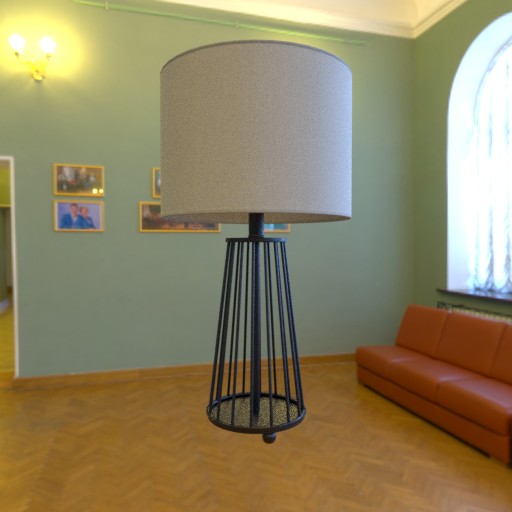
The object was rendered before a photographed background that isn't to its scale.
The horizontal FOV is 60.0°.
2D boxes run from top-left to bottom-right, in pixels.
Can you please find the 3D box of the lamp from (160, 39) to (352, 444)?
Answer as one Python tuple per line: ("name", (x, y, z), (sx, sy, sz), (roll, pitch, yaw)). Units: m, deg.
("lamp", (0.000, 0.000, 0.766), (0.322, 0.593, 0.322), (0, 1, -17))
